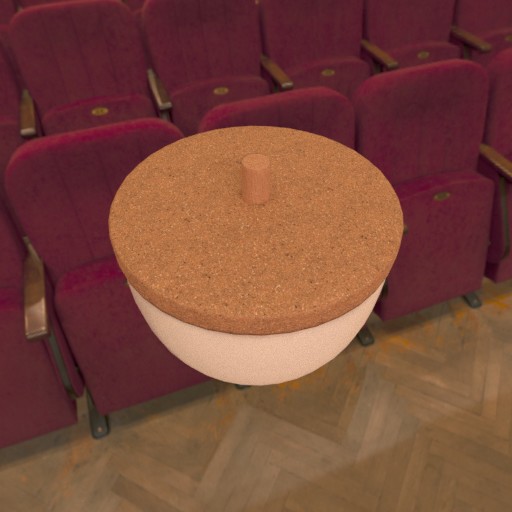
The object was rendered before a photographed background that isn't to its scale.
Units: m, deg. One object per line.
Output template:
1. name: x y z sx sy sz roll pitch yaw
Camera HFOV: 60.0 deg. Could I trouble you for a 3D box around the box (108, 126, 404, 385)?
1. box: 0.000 0.000 0.186 0.107 0.094 0.107 0 46 0
